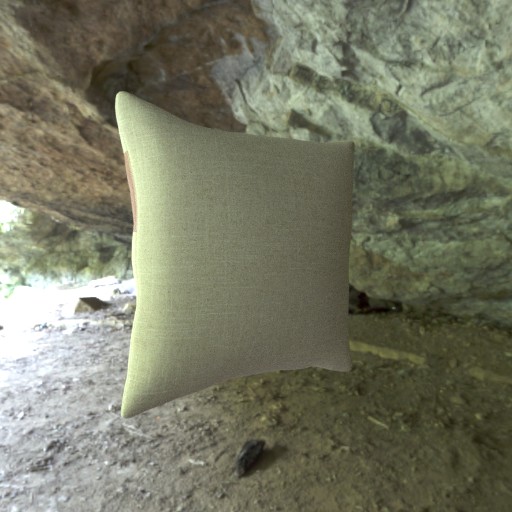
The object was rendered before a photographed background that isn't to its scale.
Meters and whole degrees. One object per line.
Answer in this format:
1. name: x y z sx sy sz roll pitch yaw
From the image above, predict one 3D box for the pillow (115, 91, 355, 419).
1. pillow: 0.000 0.000 0.655 0.414 0.399 0.173 0 0 -35
